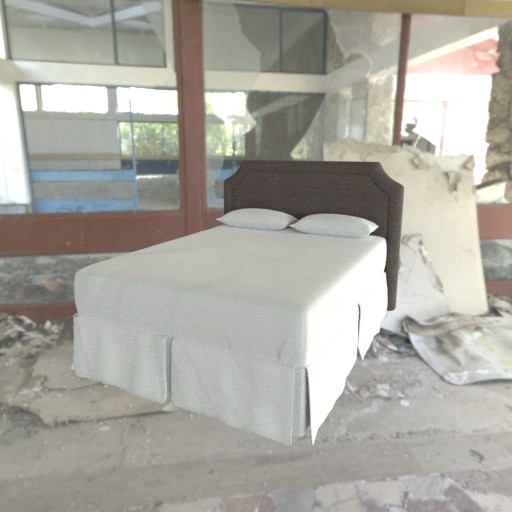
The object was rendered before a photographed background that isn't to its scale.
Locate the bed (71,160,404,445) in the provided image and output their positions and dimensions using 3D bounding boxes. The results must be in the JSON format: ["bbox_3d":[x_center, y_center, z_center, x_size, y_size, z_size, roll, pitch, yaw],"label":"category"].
[{"bbox_3d":[0.000,0.000,3.196,1.693,1.290,2.116,7,15,26],"label":"bed"}]
